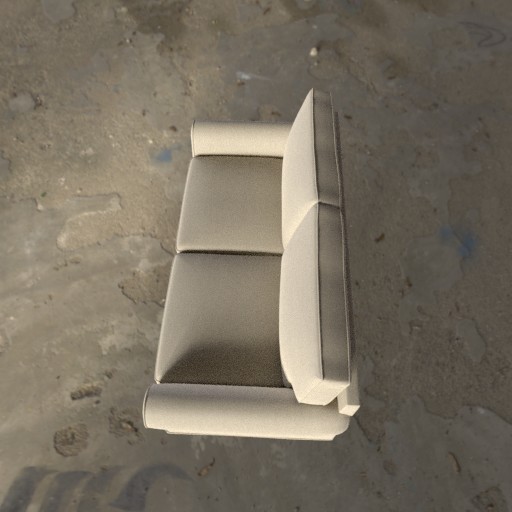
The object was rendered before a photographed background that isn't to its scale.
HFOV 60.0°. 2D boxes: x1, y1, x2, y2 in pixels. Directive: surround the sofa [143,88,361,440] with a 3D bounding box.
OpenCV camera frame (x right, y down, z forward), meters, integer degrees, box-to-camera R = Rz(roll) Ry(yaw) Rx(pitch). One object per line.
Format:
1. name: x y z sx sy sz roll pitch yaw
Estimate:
1. sofa: 0.000 0.000 2.312 0.861 0.933 1.774 2 58 1
